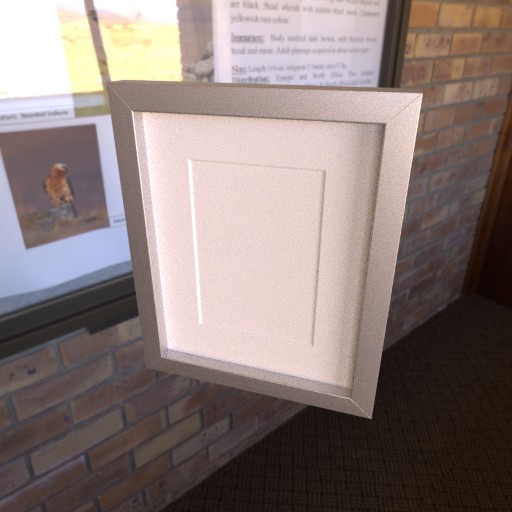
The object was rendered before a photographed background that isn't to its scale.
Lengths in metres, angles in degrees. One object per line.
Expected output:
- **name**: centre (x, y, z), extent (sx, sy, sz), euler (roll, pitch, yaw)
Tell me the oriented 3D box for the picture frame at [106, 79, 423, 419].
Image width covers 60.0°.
- **picture frame**: centre (0.000, 0.000, 0.390), extent (0.233, 0.282, 0.036), euler (8, 28, 16)
